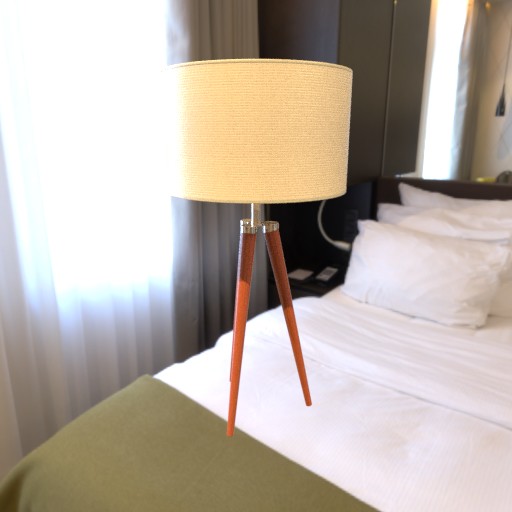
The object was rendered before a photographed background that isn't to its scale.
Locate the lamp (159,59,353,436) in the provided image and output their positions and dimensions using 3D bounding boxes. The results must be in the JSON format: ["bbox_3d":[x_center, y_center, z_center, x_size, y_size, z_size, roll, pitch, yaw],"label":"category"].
[{"bbox_3d":[0.000,0.000,0.926,0.354,0.709,0.355,2,16,8],"label":"lamp"}]
